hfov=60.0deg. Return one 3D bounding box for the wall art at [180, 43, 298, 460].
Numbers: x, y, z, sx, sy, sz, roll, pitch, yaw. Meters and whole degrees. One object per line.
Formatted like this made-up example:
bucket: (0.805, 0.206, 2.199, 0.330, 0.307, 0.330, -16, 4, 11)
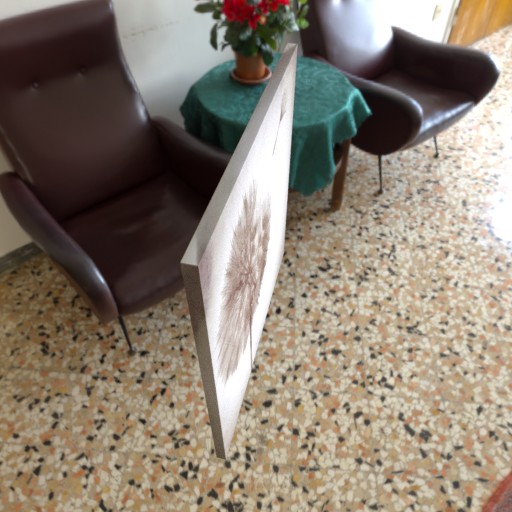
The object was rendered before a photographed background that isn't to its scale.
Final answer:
wall art: (0.000, 0.000, 1.133, 0.027, 0.762, 0.762, 10, 48, 9)
